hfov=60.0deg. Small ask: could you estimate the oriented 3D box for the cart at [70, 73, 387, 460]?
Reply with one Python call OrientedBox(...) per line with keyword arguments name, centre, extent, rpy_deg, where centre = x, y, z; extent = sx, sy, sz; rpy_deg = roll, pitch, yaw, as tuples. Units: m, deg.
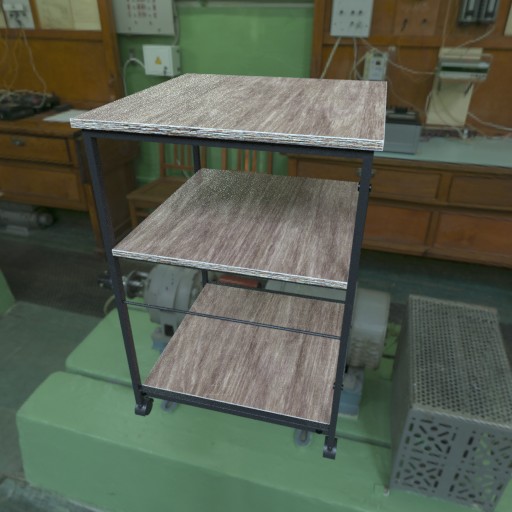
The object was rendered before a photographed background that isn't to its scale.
OrientedBox(name="cart", centre=(0.000, 0.000, 1.108), extent=(0.520, 0.762, 0.521), rpy_deg=(8, 31, 13))
